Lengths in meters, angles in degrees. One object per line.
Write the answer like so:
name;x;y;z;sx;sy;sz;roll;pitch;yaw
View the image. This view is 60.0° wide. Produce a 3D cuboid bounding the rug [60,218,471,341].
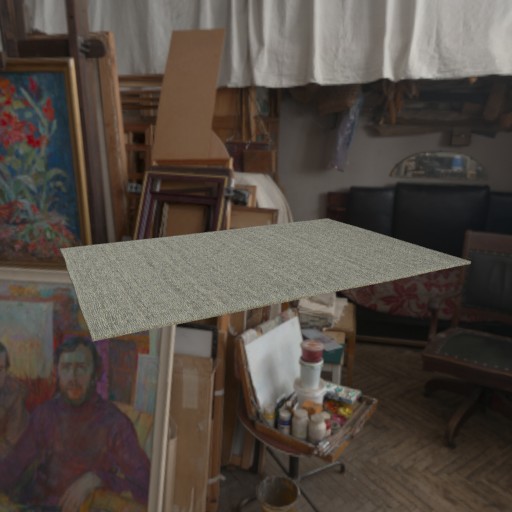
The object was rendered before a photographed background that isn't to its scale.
rug;0.000;0.000;2.953;2.297;0.018;1.532;-8;18;-26
